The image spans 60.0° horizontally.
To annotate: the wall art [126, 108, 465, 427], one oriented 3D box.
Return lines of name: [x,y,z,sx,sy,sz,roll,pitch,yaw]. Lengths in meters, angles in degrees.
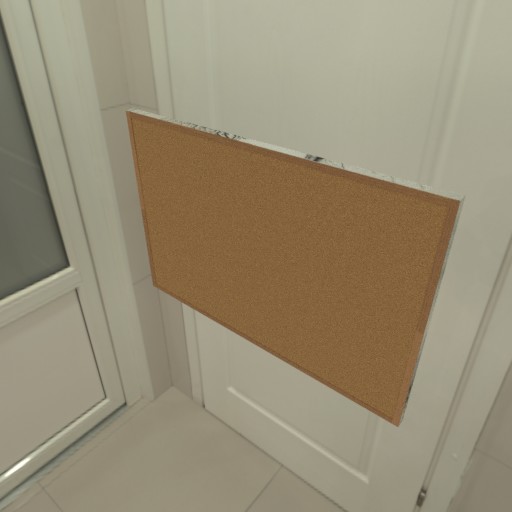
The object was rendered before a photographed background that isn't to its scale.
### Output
wall art: [0.000,0.000,1.454,1.141,0.758,0.035,24,40,32]
